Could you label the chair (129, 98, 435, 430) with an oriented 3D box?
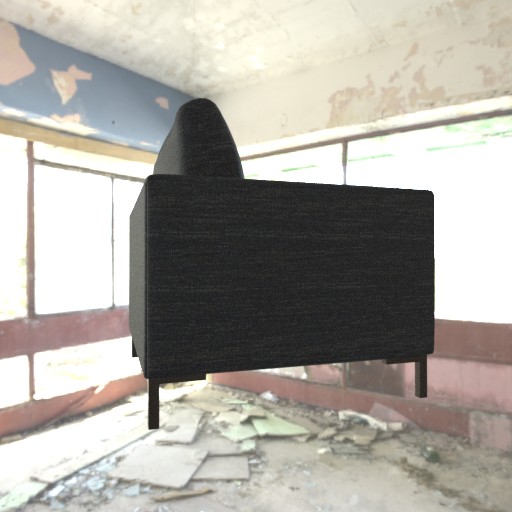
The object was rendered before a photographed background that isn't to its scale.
[{"bbox_3d":[0.000,0.000,1.633,0.866,0.861,0.963,0,-1,-18],"label":"chair"}]
